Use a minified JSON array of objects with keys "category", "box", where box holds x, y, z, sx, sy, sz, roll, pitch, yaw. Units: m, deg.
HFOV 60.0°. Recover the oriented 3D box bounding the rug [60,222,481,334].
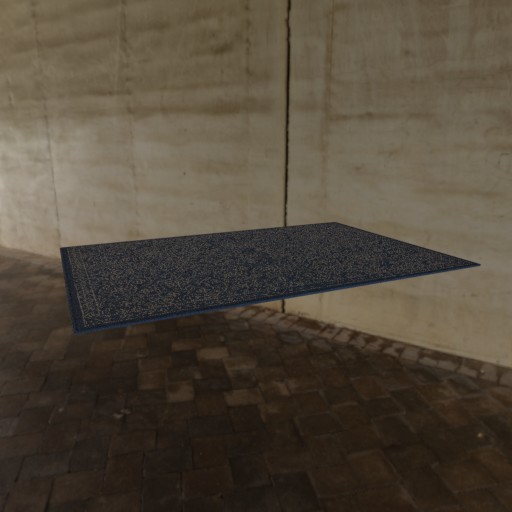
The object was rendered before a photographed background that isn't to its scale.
[{"category":"rug","box":[0.000,0.000,2.290,1.829,0.010,1.219,-7,17,-24]}]
